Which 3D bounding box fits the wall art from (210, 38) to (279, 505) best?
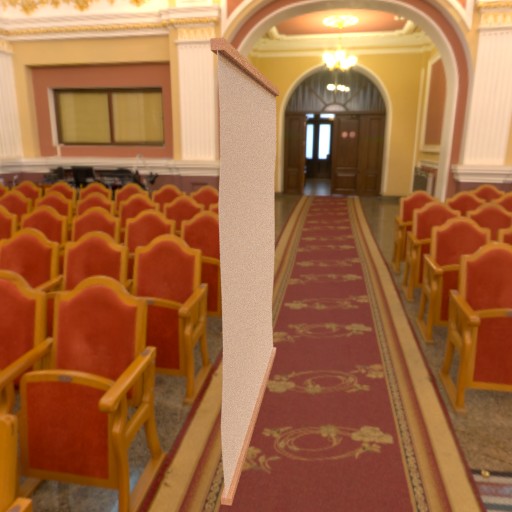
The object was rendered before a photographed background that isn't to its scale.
[{"bbox_3d":[0.000,0.000,0.657,0.013,0.508,0.406,2,14,10],"label":"wall art"}]
